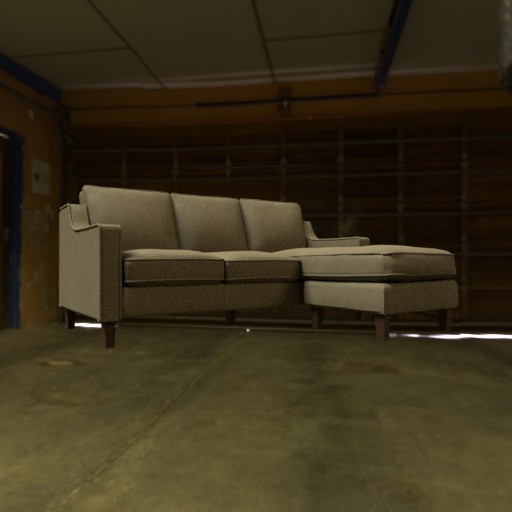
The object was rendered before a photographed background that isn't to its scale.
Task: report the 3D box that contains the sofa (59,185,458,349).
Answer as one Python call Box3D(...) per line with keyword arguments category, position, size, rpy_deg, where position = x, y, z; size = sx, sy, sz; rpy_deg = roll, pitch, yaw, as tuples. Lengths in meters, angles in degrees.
Box3D(category="sofa", position=(0.000, 0.000, 3.240), size=(2.317, 1.081, 1.858), rpy_deg=(1, -1, -36))
